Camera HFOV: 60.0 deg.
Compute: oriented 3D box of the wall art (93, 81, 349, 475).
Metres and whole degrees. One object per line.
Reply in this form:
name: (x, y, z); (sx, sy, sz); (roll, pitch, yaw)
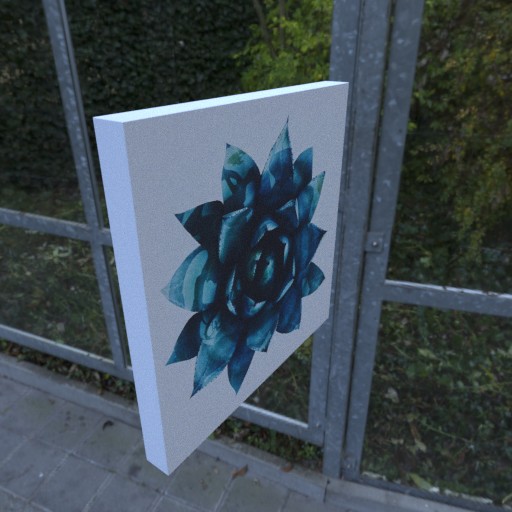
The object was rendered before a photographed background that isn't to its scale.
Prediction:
wall art: (0.000, 0.000, 0.592); (0.038, 0.406, 0.406); (18, 31, 32)
